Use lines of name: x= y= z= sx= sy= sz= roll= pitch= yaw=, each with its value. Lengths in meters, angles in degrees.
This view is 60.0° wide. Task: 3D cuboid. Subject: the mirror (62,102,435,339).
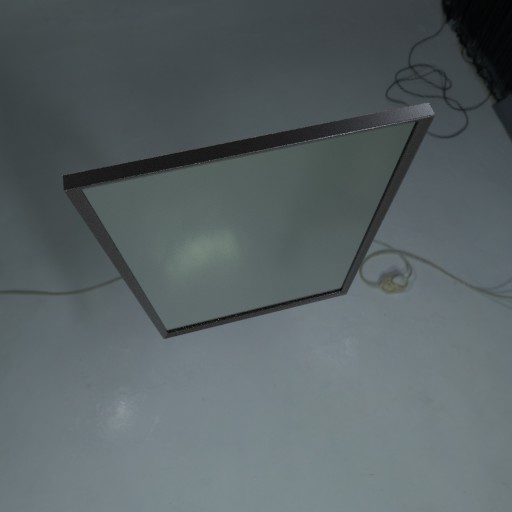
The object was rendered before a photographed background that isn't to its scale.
mirror: x=0.000 y=0.000 z=1.344 sx=0.762 sy=1.016 sz=0.041 roll=-13 pitch=64 yaw=-6
